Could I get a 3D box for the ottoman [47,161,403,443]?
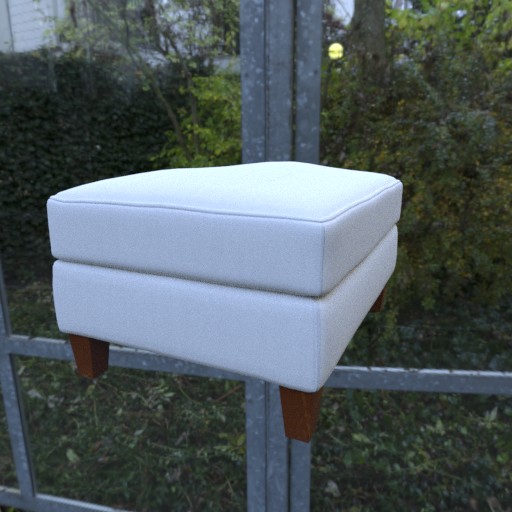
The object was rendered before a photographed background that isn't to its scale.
[{"bbox_3d":[0.000,0.000,1.181,0.634,0.479,0.818,7,16,24],"label":"ottoman"}]
